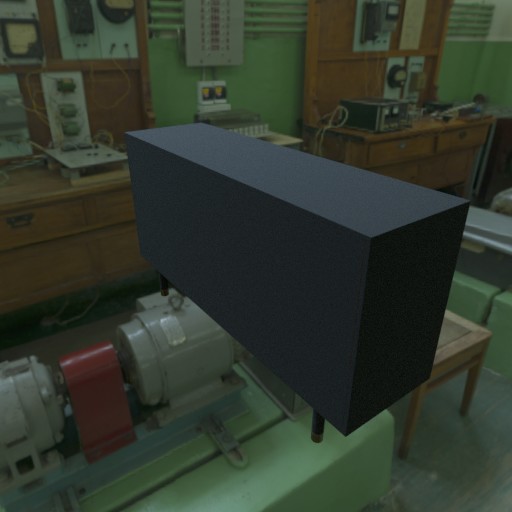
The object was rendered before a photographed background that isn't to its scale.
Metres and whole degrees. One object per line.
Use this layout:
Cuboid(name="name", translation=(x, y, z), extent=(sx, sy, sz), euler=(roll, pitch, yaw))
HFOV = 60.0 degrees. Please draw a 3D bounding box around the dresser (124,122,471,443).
Cuboid(name="dresser", translation=(0.000, 0.000, 1.946), extent=(0.463, 0.872, 1.558), euler=(-18, 32, -32))
